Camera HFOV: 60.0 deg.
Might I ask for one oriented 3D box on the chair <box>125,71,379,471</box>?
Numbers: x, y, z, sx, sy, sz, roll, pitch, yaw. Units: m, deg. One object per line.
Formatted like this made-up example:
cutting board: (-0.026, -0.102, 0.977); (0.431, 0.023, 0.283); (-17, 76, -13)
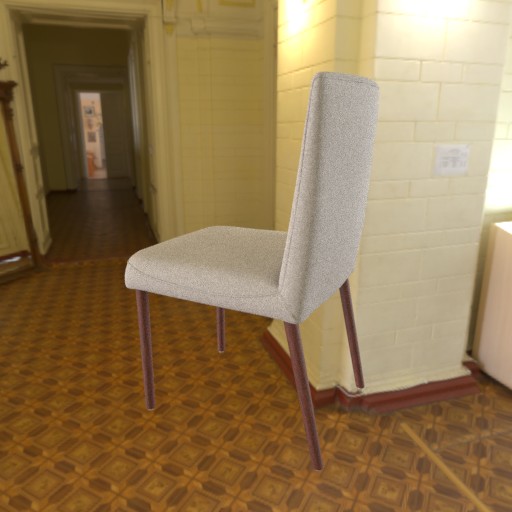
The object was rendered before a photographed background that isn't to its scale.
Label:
chair: (0.000, 0.000, 1.181); (0.570, 0.859, 0.456); (8, 18, 26)
